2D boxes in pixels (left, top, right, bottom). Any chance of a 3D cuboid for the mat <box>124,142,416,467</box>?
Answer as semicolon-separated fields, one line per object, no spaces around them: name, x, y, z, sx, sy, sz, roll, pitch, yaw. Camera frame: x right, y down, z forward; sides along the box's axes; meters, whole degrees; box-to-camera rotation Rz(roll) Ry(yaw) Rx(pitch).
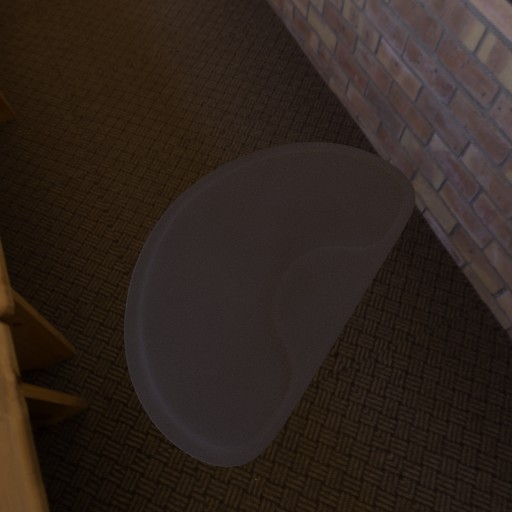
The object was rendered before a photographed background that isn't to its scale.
mat;0.000;0.000;1.861;0.913;0.013;1.524;31;67;15
